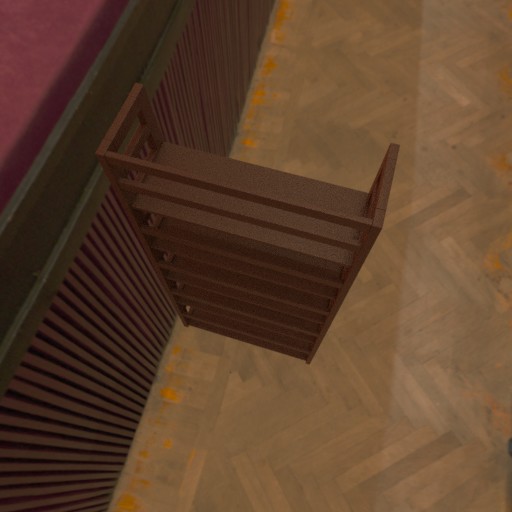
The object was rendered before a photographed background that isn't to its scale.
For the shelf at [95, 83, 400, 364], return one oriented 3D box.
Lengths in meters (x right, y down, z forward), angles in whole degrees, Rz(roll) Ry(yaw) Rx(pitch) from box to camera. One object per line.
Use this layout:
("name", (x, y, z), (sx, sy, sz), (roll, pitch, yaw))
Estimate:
("shelf", (0.000, 0.000, 1.919), (0.763, 1.600, 0.403), (16, 66, 7))
